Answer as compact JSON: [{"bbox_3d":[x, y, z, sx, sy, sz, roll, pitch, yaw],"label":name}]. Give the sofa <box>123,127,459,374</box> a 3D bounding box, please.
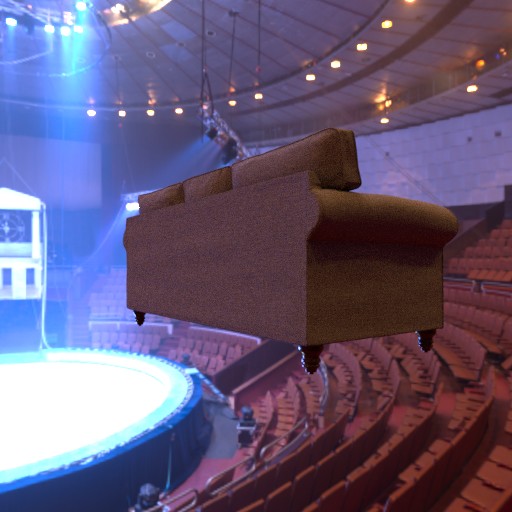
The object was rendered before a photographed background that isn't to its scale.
[{"bbox_3d":[0.000,0.000,2.659,0.916,0.961,2.084,1,-2,-36],"label":"sofa"}]
